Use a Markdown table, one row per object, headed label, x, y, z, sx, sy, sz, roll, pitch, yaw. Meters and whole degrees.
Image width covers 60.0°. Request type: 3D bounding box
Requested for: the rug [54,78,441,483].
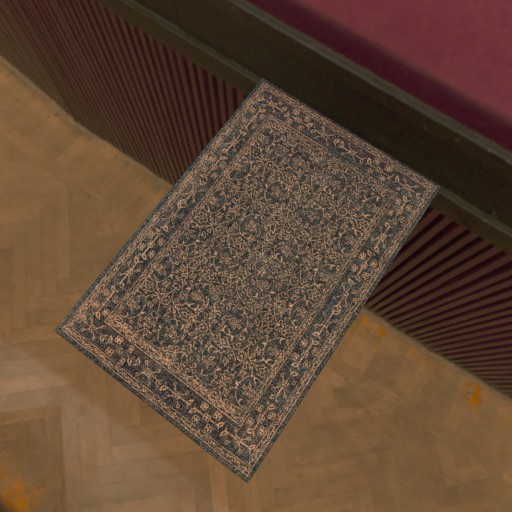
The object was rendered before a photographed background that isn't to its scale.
| label | x | y | z | sx | sy | sz | roll | pitch | yaw |
| --- | --- | --- | --- | --- | --- | --- | --- | --- | --- |
| rug | 0.000 | 0.000 | 2.327 | 1.200 | 0.005 | 1.819 | 35 | 78 | 9 |
